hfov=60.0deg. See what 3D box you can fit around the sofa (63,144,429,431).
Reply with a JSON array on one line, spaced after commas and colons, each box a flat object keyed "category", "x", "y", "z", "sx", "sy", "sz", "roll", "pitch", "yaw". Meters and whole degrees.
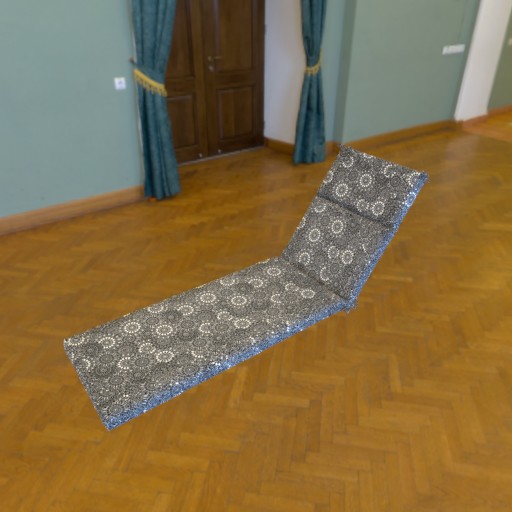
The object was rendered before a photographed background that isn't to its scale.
[{"category": "sofa", "x": 0.000, "y": 0.000, "z": 1.985, "sx": 1.663, "sy": 0.622, "sz": 0.582, "roll": -21, "pitch": 37, "yaw": -30}]
